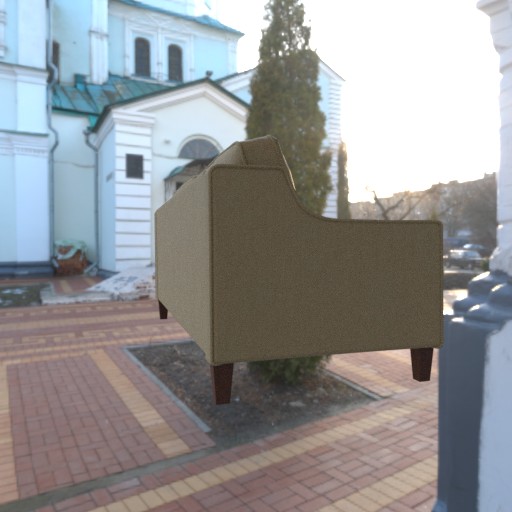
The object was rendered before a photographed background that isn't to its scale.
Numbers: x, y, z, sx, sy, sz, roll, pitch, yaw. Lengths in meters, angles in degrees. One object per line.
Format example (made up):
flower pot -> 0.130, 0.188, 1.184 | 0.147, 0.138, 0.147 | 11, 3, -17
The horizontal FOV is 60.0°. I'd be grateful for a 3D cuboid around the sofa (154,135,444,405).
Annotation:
sofa -> 0.000, 0.000, 2.804 | 1.066, 1.071, 2.178 | 0, 1, -18
